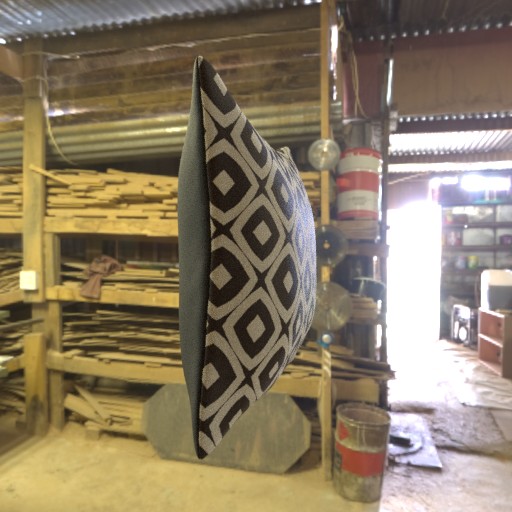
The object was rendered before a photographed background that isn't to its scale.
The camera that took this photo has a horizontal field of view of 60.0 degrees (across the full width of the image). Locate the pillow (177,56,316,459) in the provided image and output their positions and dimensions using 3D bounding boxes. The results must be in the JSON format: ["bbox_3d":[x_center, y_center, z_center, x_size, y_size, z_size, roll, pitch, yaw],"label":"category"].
[{"bbox_3d":[0.000,0.000,0.779,0.188,0.494,0.504,0,0,16],"label":"pillow"}]
